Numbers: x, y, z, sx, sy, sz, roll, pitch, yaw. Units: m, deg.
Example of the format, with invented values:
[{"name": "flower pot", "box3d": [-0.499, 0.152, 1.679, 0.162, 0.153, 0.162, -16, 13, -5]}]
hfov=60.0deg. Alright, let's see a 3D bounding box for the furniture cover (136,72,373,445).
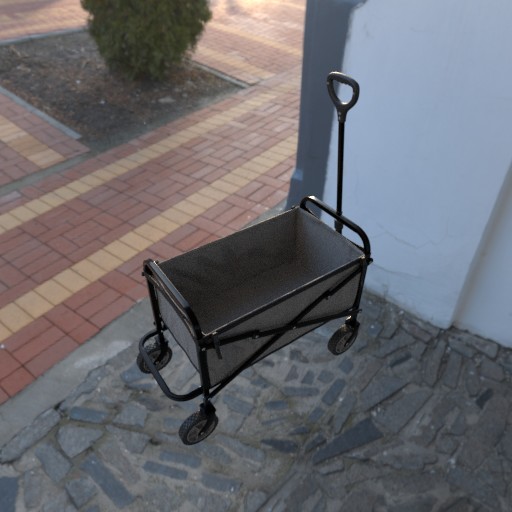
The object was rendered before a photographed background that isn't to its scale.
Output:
[{"name": "furniture cover", "box3d": [0.000, 0.000, 1.795, 1.038, 1.295, 0.532, -24, 45, -26]}]
